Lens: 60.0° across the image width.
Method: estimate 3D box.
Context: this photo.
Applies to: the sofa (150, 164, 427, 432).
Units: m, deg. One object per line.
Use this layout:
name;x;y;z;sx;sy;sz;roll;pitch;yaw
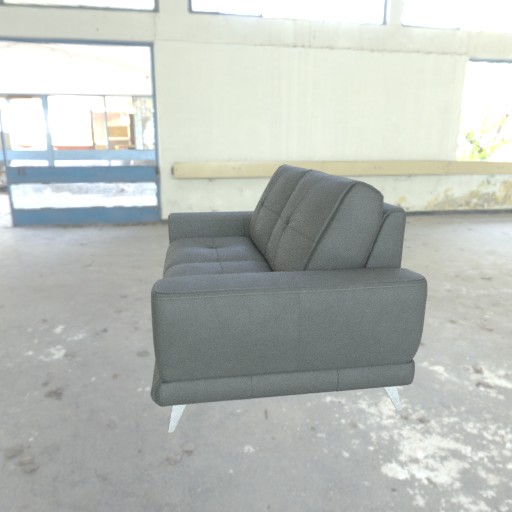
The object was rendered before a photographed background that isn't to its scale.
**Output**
sofa;0.000;0.000;2.385;1.018;0.907;1.806;-2;15;-9
